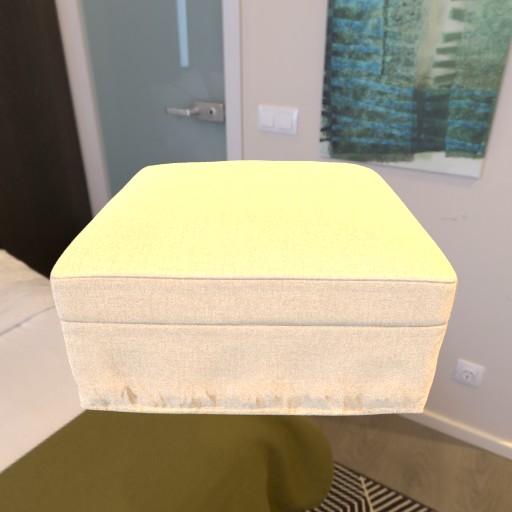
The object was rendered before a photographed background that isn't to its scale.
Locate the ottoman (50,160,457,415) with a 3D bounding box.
[{"bbox_3d":[0.000,0.000,1.310,0.843,0.436,0.840,0,27,1],"label":"ottoman"}]
